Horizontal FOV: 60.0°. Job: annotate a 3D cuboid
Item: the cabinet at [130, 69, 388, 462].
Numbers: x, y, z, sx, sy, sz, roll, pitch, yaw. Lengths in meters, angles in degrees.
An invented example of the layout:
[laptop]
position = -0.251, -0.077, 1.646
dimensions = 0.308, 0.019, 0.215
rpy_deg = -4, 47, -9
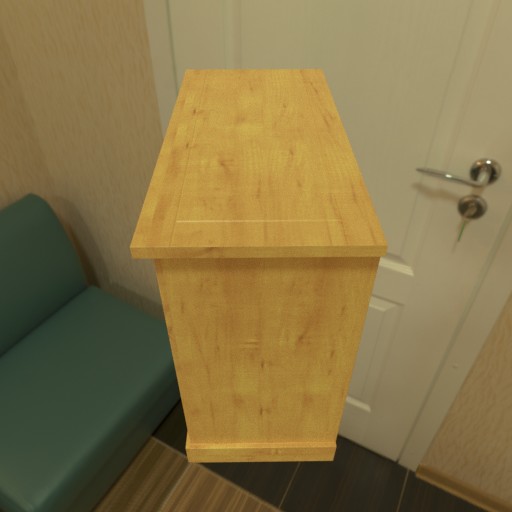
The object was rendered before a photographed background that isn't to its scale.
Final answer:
[cabinet]
position = 0.000, 0.000, 1.394
dimensions = 0.450, 0.840, 0.920
rpy_deg = 0, 41, -1
